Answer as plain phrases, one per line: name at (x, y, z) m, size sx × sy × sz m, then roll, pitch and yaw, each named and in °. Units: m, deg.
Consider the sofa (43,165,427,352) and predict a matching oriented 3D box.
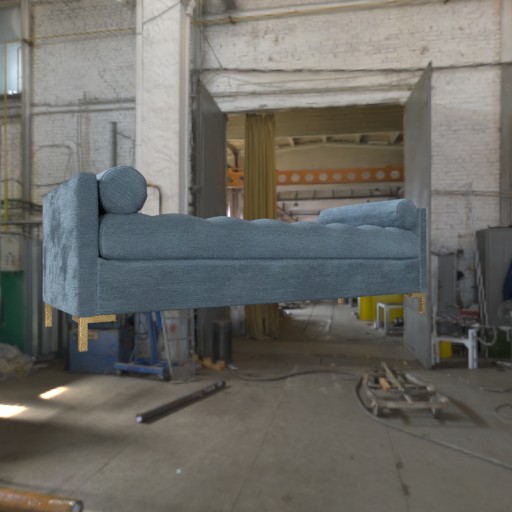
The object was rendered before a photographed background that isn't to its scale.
sofa at (0.000, 0.000, 2.495) m, size 2.102 × 0.705 × 0.796 m, roll 0°, pitch 0°, yaw -34°
